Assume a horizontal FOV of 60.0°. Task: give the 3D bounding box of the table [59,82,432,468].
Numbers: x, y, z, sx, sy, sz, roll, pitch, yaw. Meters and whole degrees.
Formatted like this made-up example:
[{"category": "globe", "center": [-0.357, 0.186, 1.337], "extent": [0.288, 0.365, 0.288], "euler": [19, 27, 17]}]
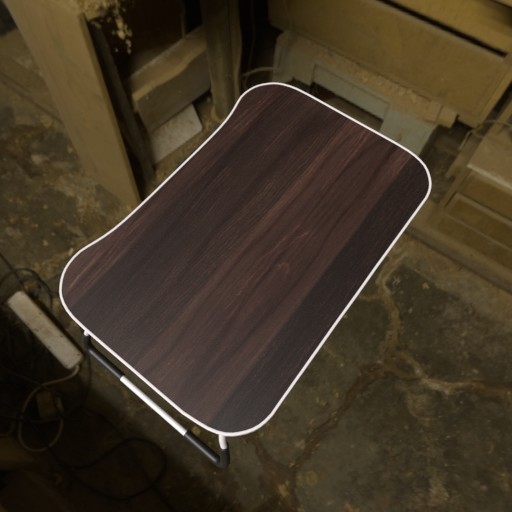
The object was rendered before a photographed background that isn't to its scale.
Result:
[{"category": "table", "center": [0.000, 0.000, 0.844], "extent": [0.400, 0.232, 0.660], "euler": [35, 69, 15]}]
